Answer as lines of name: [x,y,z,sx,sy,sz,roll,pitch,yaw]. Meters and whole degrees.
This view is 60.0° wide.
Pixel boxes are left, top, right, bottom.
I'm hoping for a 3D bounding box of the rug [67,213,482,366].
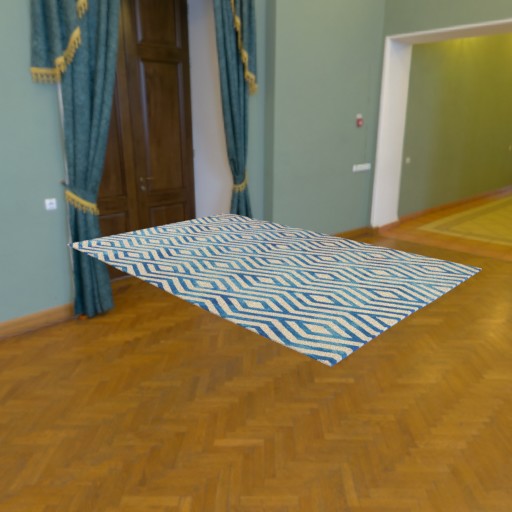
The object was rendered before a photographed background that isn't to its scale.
rug: [0.000,0.000,2.323,1.830,0.008,1.225,17,24,42]
